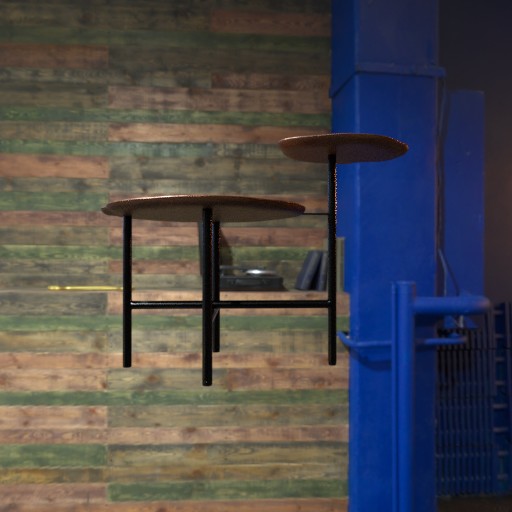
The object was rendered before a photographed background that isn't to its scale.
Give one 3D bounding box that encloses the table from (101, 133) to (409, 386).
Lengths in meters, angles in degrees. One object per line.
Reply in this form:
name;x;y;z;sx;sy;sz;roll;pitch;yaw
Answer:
table;0.000;0.000;1.087;0.759;0.538;0.442;0;0;-1
